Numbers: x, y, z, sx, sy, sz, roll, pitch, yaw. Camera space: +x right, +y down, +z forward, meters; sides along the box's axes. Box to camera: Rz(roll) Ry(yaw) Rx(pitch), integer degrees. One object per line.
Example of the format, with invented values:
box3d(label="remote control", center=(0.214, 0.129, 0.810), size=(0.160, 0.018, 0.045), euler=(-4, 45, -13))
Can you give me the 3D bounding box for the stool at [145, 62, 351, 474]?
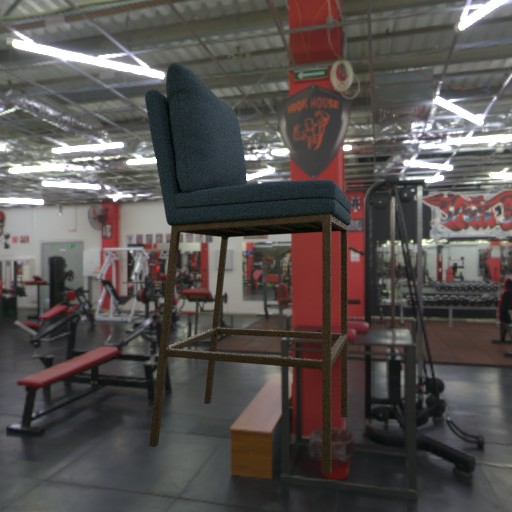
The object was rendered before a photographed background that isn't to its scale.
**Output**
box3d(label="stool", center=(0.000, 0.000, 1.431), size=(0.568, 1.124, 0.463), euler=(0, 0, 17))
